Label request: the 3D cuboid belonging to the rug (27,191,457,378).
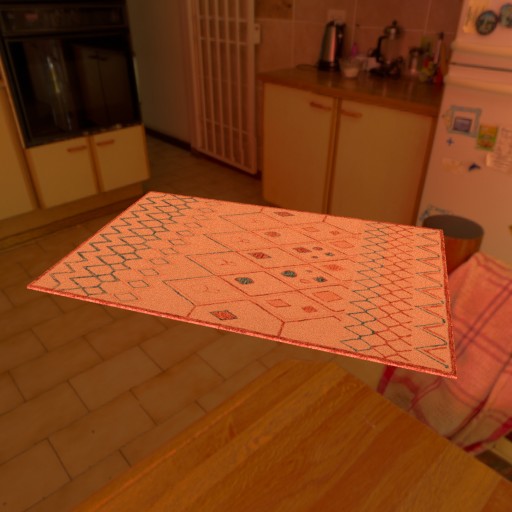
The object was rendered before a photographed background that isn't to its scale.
[{"bbox_3d":[0.000,0.000,2.992,2.438,0.015,1.524,9,33,15],"label":"rug"}]
